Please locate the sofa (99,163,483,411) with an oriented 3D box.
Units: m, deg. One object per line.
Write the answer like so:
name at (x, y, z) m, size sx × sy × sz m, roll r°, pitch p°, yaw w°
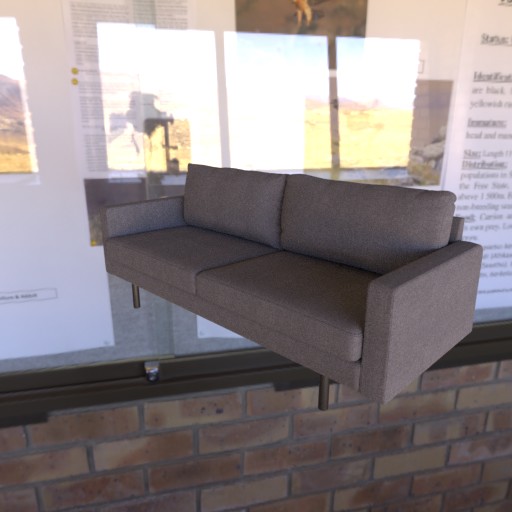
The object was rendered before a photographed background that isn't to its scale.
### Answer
sofa at (0.000, 0.000, 2.497) m, size 2.100 × 0.880 × 0.880 m, roll 16°, pitch 23°, yaw 43°
